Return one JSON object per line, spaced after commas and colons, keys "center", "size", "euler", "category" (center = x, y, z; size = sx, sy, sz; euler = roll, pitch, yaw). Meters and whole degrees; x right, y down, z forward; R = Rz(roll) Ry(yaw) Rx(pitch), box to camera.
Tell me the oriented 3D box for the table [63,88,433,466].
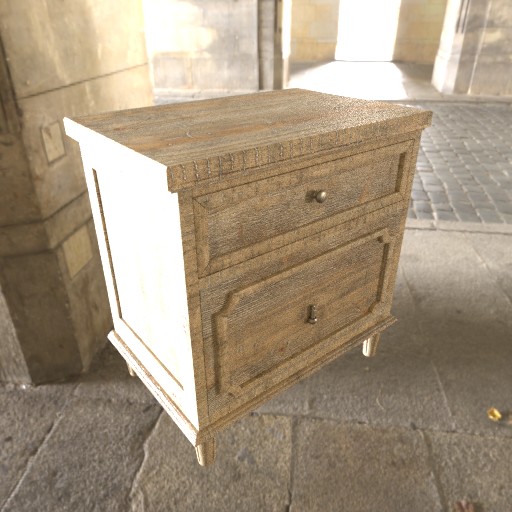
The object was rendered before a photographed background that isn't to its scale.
{"center": [0.000, 0.000, 1.141], "size": [0.686, 0.711, 0.457], "euler": [-21, 35, -33], "category": "table"}
